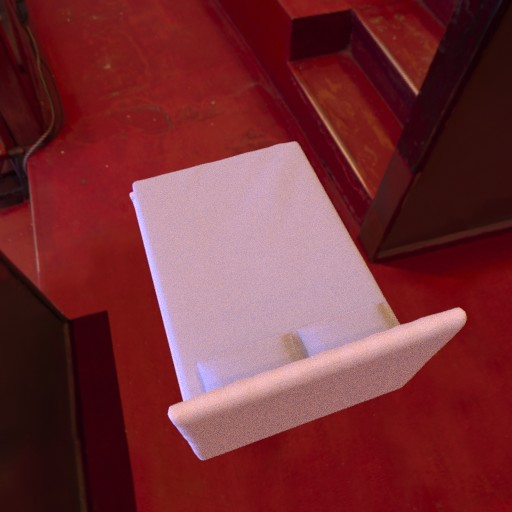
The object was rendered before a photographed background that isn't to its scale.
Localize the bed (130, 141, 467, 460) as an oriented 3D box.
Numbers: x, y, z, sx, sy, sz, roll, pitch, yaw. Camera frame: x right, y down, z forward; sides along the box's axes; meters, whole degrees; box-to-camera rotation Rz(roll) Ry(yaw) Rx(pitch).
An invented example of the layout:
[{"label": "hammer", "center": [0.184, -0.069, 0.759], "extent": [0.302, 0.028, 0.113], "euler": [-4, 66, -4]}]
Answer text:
[{"label": "bed", "center": [0.000, 0.000, 3.463], "extent": [1.698, 1.427, 2.387], "euler": [-16, 60, -10]}]
